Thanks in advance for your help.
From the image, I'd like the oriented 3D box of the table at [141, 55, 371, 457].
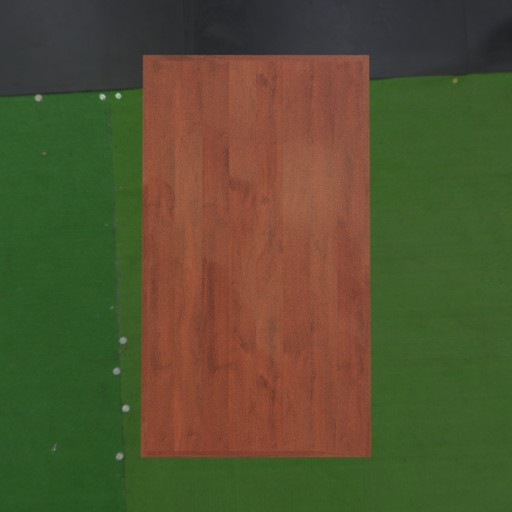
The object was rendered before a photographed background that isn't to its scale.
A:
[{"bbox_3d":[0.000,0.000,1.405,0.610,0.457,1.067,0,89,0],"label":"table"}]
